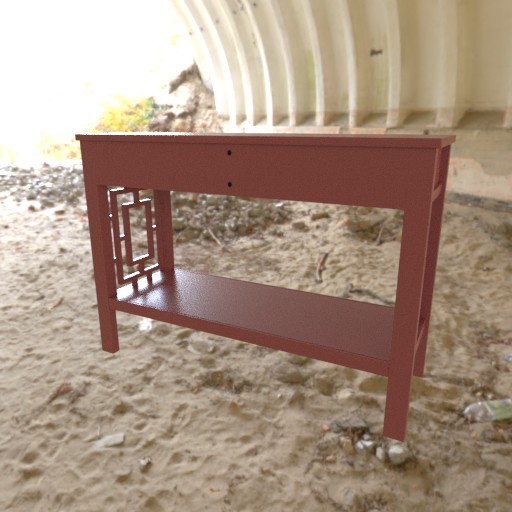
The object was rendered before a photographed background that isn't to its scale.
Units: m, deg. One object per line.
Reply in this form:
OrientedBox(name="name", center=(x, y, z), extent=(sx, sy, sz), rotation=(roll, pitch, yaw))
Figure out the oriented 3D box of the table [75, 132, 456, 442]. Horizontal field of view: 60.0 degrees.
OrientedBox(name="table", center=(0.000, 0.000, 1.422), extent=(1.068, 0.753, 0.397), rotation=(8, 18, 26))
